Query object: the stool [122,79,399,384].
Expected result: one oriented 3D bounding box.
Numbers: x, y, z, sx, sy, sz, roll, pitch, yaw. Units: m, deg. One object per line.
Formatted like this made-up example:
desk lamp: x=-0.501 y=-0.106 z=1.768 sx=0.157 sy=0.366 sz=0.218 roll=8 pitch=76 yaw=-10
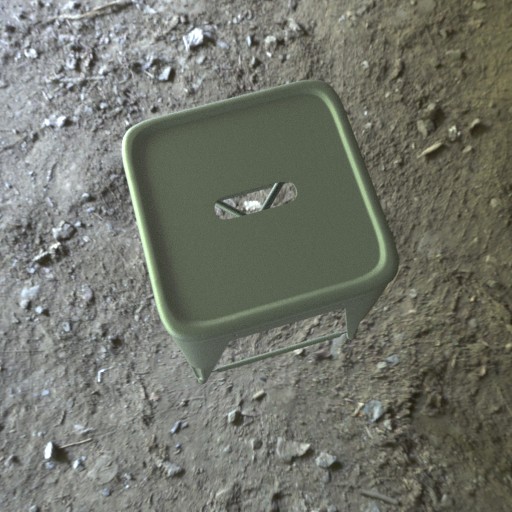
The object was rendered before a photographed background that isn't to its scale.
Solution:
stool: x=0.000 y=0.000 z=0.861 sx=0.410 sy=0.608 sz=0.410 roll=-16 pitch=76 yaw=-4
